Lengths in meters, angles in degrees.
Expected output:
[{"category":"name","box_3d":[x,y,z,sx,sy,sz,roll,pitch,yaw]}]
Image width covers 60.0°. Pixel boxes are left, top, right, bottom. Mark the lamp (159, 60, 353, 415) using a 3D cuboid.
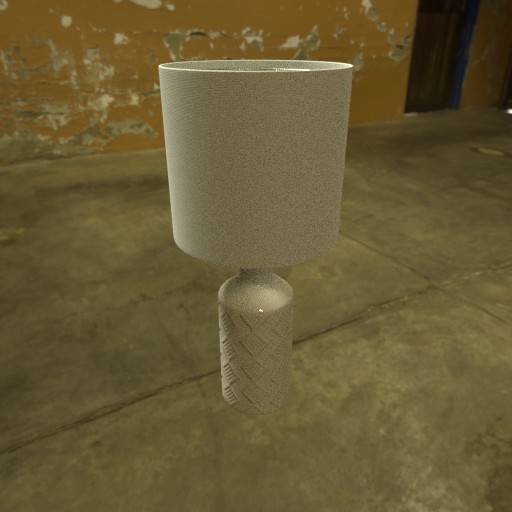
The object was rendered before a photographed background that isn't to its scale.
[{"category":"lamp","box_3d":[0.000,0.000,0.580,0.207,0.461,0.207,7,27,14]}]
